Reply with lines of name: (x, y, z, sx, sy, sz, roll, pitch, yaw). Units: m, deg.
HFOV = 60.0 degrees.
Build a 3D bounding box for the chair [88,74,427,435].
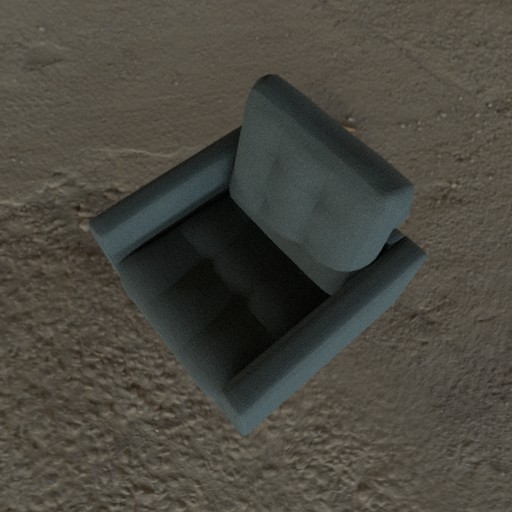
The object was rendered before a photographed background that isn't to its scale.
chair: (0.000, 0.000, 1.553, 0.843, 0.880, 0.821, -37, 68, -17)
